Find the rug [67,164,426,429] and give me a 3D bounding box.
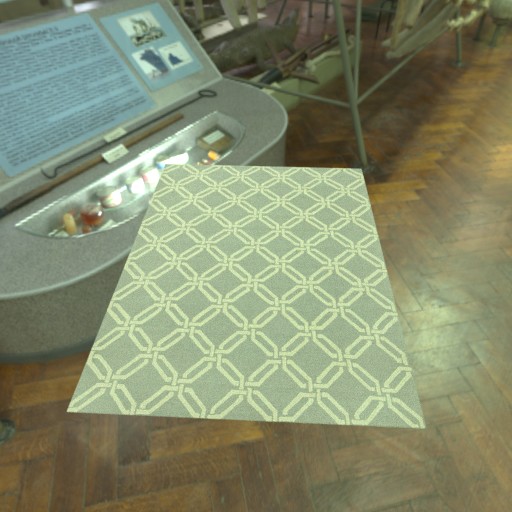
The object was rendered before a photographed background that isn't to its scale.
[{"bbox_3d":[0.000,0.000,4.253,2.438,0.013,3.353,2,42,2],"label":"rug"}]
